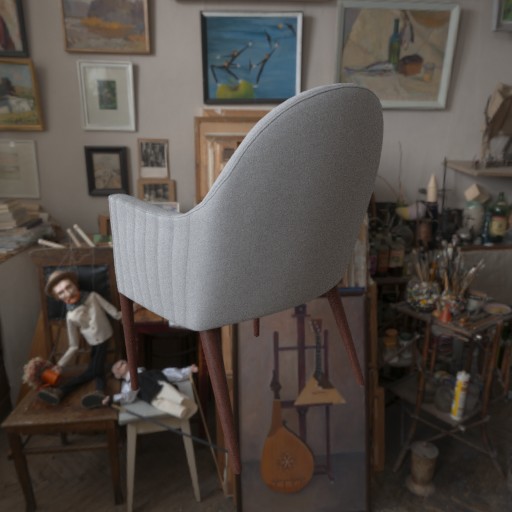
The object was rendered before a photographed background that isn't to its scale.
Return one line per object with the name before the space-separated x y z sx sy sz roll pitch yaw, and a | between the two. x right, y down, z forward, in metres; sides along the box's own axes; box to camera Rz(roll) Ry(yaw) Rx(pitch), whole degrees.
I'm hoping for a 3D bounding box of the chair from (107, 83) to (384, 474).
chair | 0.000 0.000 1.272 0.610 0.889 0.620 -15 22 -42
